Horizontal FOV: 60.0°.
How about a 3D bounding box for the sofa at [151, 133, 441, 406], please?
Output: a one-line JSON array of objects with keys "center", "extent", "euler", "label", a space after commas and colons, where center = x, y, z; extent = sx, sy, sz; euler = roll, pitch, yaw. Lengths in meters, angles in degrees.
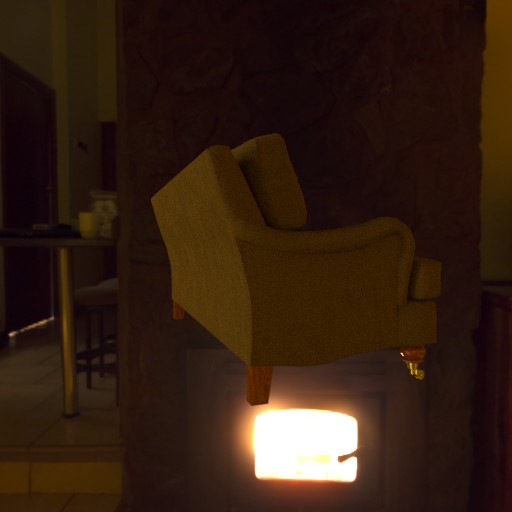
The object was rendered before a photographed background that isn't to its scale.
[{"center": [0.000, 0.000, 2.785], "extent": [1.086, 1.087, 2.165], "euler": [-1, 2, -19], "label": "sofa"}]
